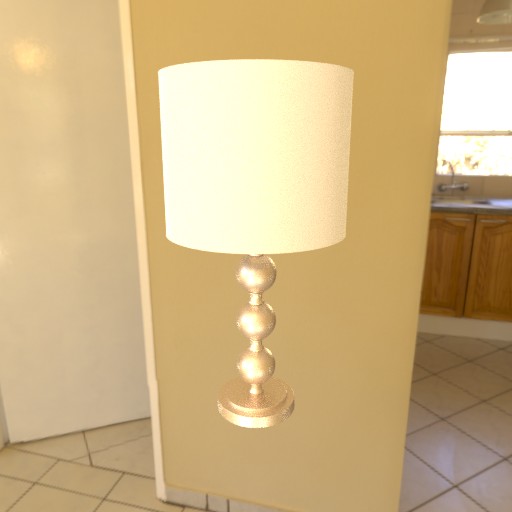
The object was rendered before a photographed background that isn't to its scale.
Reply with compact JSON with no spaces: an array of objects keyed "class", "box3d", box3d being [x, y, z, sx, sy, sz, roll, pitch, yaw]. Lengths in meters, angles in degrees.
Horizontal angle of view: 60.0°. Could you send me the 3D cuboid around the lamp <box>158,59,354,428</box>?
[{"class":"lamp","box3d":[0.000,0.000,0.706,0.277,0.538,0.277,2,15,6]}]
